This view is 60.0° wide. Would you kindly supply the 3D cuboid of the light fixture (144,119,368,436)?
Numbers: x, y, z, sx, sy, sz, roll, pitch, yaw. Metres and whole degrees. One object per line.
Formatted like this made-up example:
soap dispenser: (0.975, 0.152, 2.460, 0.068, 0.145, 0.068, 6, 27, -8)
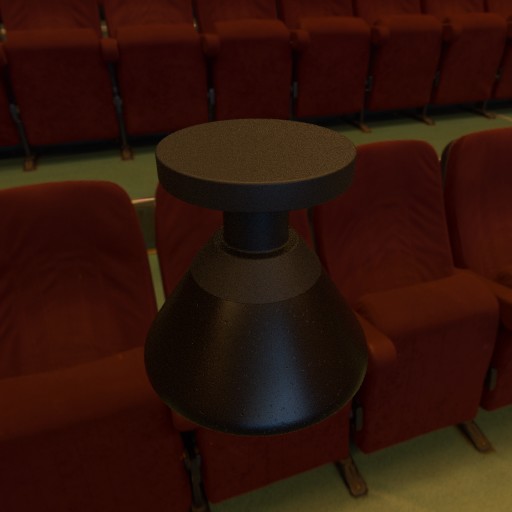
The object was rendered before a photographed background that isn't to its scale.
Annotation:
light fixture: (0.000, 0.000, 0.358, 0.200, 0.183, 0.200, 0, 32, 0)
